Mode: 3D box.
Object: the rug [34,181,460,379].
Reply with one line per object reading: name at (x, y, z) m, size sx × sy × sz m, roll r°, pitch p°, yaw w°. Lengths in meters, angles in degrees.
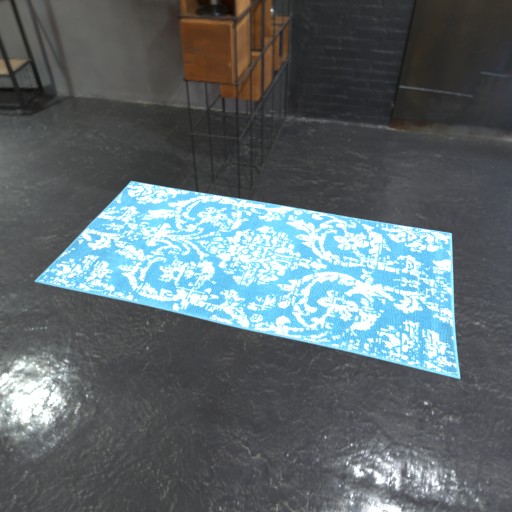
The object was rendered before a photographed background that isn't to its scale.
rug at (0.000, 0.000, 1.428) m, size 1.219 × 0.007 × 0.604 m, roll 11°, pitch 42°, yaw 12°
